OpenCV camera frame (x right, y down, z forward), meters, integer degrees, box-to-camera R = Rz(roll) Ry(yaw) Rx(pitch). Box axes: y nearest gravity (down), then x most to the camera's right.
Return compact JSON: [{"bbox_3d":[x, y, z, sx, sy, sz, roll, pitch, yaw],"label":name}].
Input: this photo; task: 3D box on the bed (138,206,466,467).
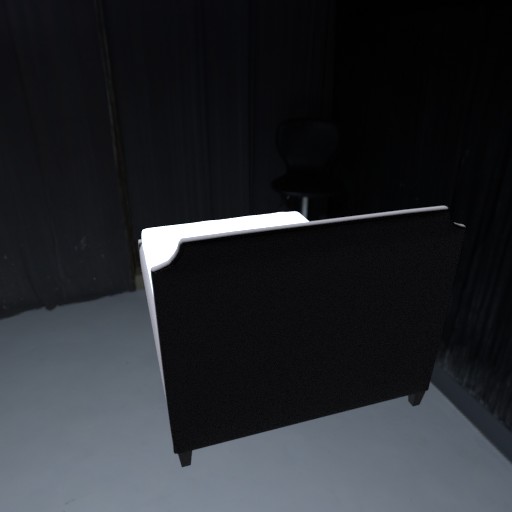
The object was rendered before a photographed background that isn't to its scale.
[{"bbox_3d":[0.000,0.000,3.448,1.713,1.443,2.372,-8,27,-16],"label":"bed"}]
